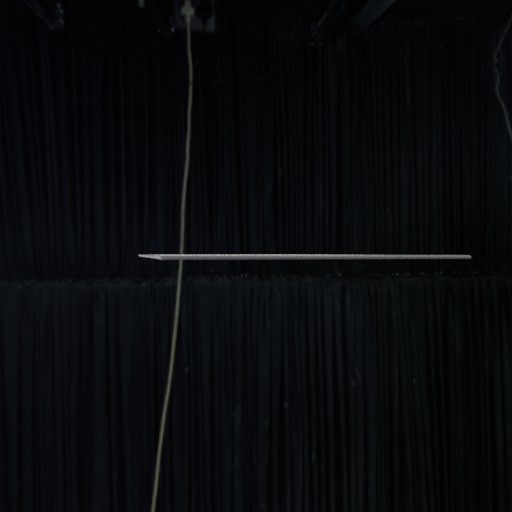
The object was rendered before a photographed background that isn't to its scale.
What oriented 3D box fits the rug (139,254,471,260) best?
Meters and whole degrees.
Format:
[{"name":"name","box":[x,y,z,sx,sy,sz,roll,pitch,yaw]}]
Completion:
[{"name":"rug","box":[0.000,0.000,2.186,1.067,0.013,1.676,0,0,-17]}]
